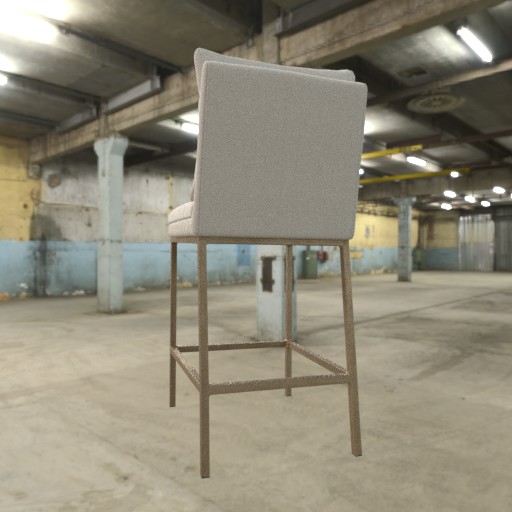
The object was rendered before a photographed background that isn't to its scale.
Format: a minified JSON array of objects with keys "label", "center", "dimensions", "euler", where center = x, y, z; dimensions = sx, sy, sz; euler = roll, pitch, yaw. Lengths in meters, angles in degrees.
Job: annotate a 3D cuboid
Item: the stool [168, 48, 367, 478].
[{"label":"stool","center":[0.000,0.000,1.337],"dimensions":[0.463,1.032,0.572],"euler":[0,0,-18]}]
